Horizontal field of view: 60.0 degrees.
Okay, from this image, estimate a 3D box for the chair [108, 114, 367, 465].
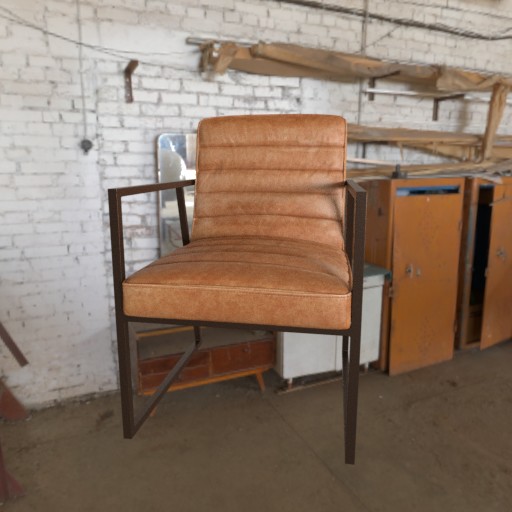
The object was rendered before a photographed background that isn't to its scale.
[{"bbox_3d":[0.000,0.000,1.273,0.571,0.832,0.677,2,12,10],"label":"chair"}]
